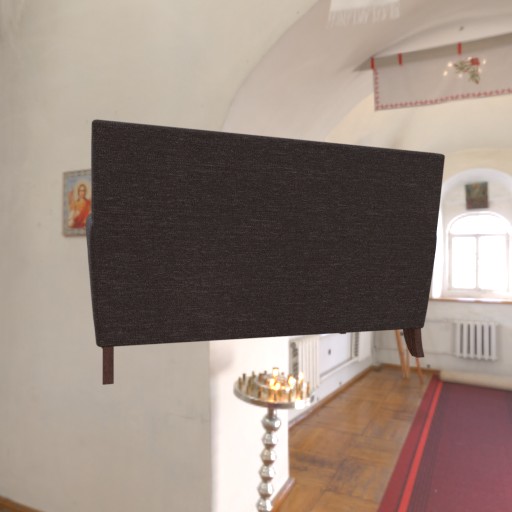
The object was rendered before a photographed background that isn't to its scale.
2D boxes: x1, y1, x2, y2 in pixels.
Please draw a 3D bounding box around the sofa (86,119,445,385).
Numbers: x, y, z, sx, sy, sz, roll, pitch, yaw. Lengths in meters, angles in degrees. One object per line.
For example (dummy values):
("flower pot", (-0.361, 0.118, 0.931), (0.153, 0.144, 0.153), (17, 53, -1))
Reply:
("sofa", (0.000, 0.000, 2.078), (1.509, 0.905, 0.867), (0, -1, -19))
